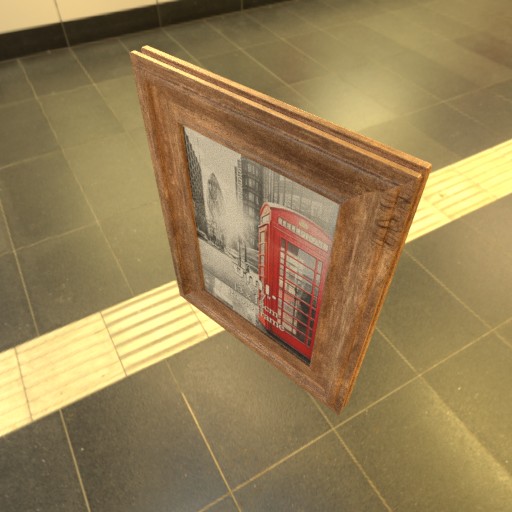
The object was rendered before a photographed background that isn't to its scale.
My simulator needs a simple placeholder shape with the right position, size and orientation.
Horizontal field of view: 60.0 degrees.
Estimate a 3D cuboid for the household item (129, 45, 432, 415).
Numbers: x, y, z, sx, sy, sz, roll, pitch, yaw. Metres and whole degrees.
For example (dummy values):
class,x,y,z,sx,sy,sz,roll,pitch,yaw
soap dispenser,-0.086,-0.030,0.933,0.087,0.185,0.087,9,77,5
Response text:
class,x,y,z,sx,sy,sz,roll,pitch,yaw
household item,0.000,0.000,0.312,0.186,0.237,0.018,32,55,26
